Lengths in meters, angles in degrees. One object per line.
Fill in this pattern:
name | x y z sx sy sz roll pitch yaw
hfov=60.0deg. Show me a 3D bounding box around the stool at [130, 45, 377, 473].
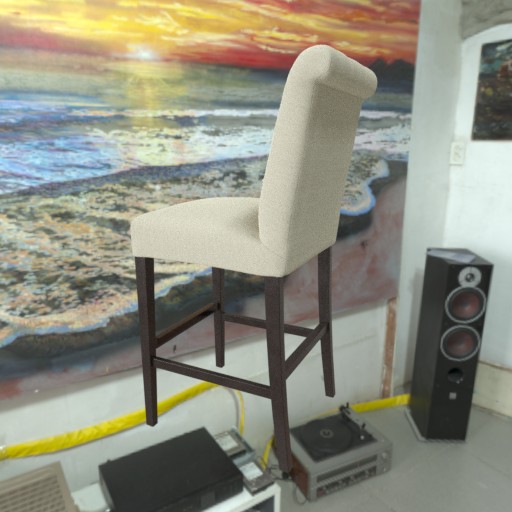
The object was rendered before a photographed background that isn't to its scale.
stool | 0.000 0.000 1.398 0.610 1.118 0.482 7 16 26
